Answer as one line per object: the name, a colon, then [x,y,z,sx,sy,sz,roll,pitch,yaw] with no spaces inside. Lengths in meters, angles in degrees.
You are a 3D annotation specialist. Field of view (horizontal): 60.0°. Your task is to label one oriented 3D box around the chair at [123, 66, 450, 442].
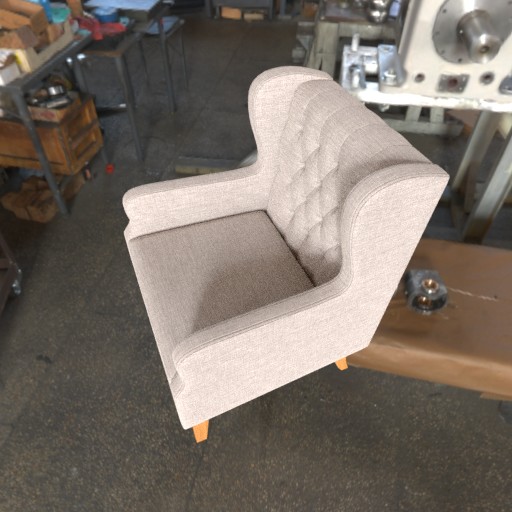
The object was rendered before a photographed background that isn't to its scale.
chair: [0.000,0.000,1.455,0.760,0.930,0.710,-17,48,-15]
